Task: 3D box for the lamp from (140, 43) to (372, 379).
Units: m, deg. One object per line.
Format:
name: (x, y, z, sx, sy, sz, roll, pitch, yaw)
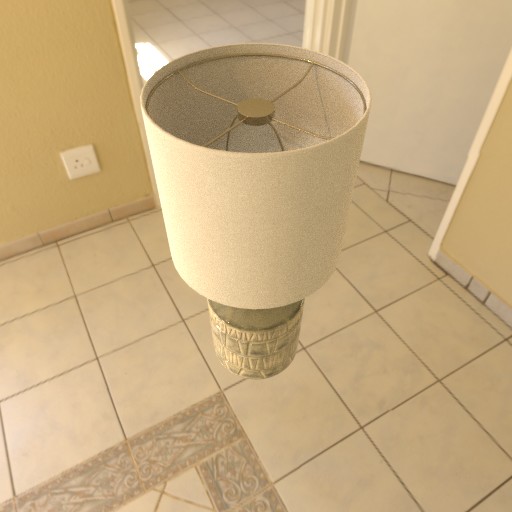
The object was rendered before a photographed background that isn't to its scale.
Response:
lamp: (0.000, 0.000, 0.577, 0.211, 0.455, 0.211, -31, 54, -25)
